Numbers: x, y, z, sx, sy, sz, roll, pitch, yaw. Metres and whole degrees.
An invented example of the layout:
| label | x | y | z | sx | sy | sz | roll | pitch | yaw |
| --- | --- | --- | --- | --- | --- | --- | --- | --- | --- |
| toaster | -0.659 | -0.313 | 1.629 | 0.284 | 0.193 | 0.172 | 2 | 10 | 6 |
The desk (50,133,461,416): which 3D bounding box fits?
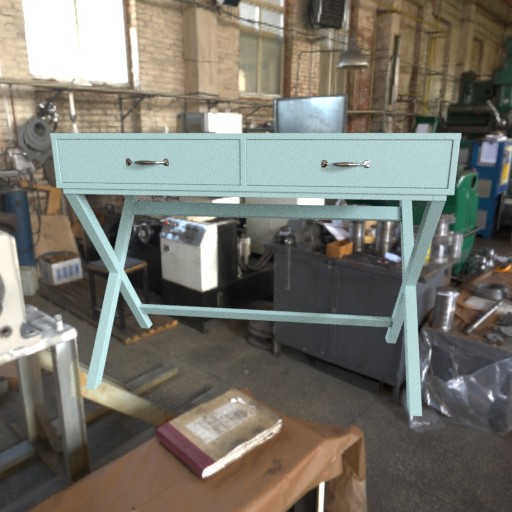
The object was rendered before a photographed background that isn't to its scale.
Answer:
| label | x | y | z | sx | sy | sz | roll | pitch | yaw |
| --- | --- | --- | --- | --- | --- | --- | --- | --- | --- |
| desk | 0.000 | 0.000 | 1.463 | 1.057 | 0.780 | 0.525 | 2 | 16 | 8 |
